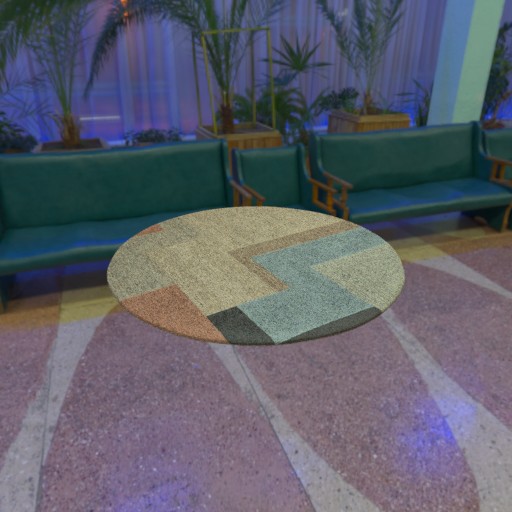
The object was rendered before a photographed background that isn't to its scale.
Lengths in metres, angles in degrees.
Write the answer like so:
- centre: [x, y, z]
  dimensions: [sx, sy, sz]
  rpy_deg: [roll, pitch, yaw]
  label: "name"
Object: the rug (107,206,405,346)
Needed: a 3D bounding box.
- centre: [0.000, 0.000, 3.819]
  dimensions: [2.461, 0.033, 2.461]
  rpy_deg: [0, 26, 0]
  label: "rug"
